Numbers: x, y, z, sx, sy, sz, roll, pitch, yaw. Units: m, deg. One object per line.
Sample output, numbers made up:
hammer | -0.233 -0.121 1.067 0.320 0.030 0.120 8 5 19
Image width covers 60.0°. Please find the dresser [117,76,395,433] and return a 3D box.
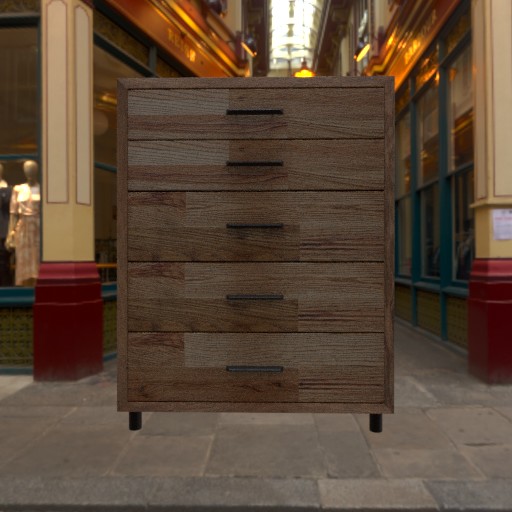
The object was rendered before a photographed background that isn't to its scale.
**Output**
dresser | 0.000 0.000 1.741 0.966 1.243 0.480 0 0 1
